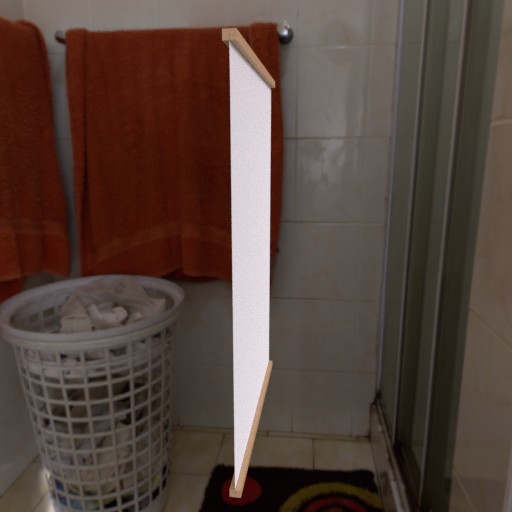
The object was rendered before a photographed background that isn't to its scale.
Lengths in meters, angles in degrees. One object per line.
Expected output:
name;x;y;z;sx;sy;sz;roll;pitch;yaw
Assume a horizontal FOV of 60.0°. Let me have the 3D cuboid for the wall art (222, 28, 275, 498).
wall art;0.000;0.000;0.628;0.013;0.510;0.335;2;14;8
